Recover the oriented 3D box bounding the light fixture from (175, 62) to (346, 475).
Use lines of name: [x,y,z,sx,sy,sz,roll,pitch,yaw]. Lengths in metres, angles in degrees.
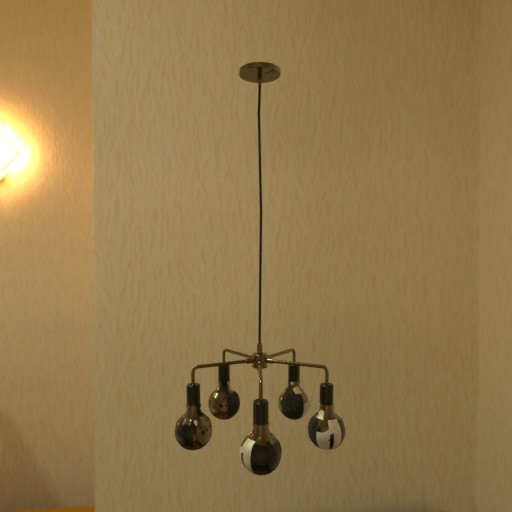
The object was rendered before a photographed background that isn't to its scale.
light fixture: [0.000,0.000,1.202,0.438,0.988,0.421,-1,1,-36]
